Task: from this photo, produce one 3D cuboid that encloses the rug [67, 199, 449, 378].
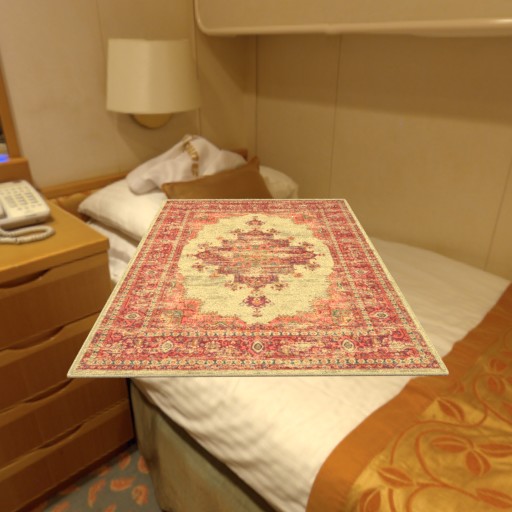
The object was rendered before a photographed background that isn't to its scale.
[{"bbox_3d":[0.000,0.000,3.602,2.005,0.014,2.878,0,26,0],"label":"rug"}]
